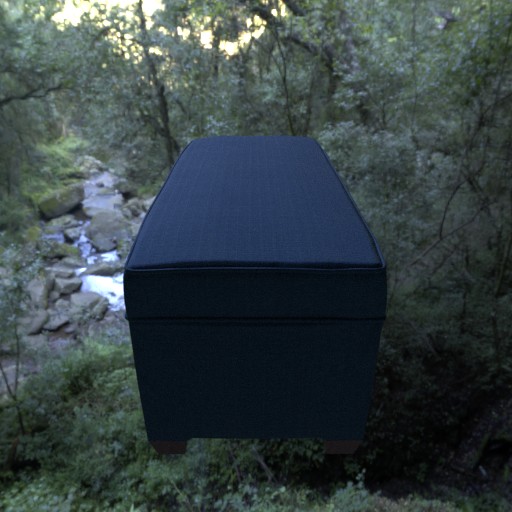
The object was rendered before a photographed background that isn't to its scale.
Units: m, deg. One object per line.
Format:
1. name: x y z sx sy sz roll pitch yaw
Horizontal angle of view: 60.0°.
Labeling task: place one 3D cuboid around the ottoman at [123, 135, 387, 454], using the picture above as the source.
1. ottoman: 0.000 0.000 1.212 0.474 0.474 0.943 0 28 0
